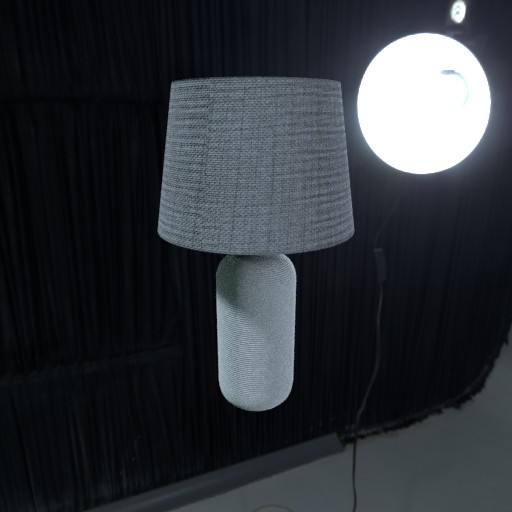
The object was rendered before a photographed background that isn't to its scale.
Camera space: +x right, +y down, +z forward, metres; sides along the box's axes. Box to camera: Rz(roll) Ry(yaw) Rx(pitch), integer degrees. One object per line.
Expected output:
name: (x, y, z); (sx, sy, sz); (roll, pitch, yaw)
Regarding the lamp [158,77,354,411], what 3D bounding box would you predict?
lamp: (0.000, 0.000, 0.592); (0.251, 0.429, 0.251); (0, 18, 0)
